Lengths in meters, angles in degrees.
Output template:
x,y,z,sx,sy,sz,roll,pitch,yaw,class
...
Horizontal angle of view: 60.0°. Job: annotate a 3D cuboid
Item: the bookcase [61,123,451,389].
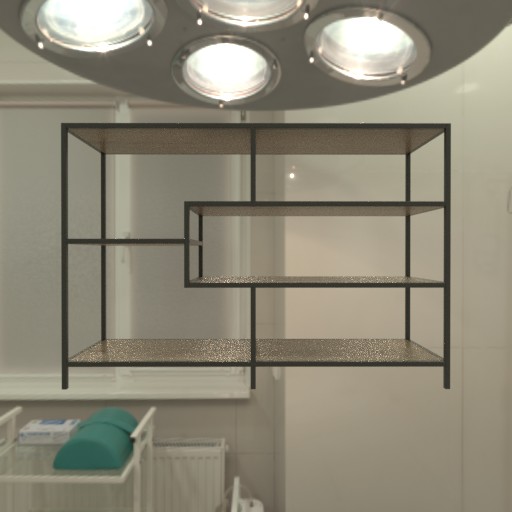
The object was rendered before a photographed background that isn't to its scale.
x,y,z,sx,sy,sz,roll,pitch,yaw,class
0.000,0.000,1.471,1.140,0.780,0.350,0,0,0,bookcase
